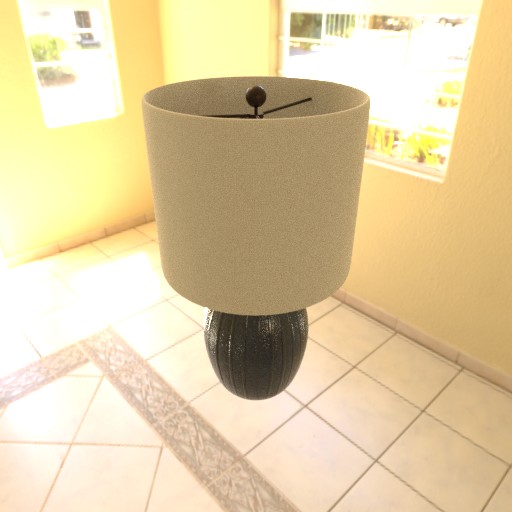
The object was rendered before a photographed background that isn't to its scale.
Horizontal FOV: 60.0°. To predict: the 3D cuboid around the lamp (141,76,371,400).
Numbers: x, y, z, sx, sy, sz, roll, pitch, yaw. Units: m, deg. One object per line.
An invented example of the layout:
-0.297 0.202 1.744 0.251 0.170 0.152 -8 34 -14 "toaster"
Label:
0.000 0.000 0.784 0.329 0.570 0.329 21 36 32 "lamp"
